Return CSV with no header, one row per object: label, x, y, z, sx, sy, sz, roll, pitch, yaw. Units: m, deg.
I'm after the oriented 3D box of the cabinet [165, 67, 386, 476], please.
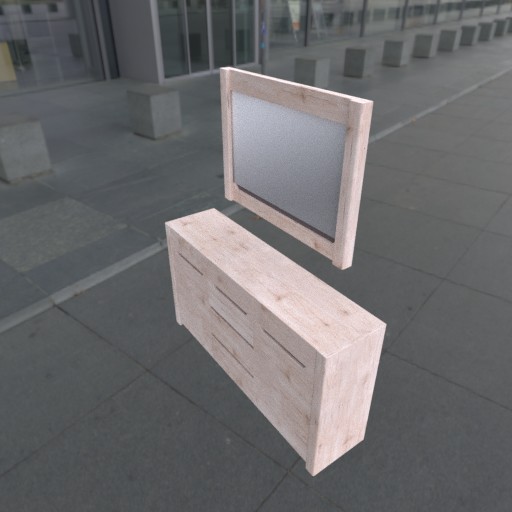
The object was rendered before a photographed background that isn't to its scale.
cabinet,0.000,0.000,2.716,0.420,1.981,1.700,-21,37,-30
